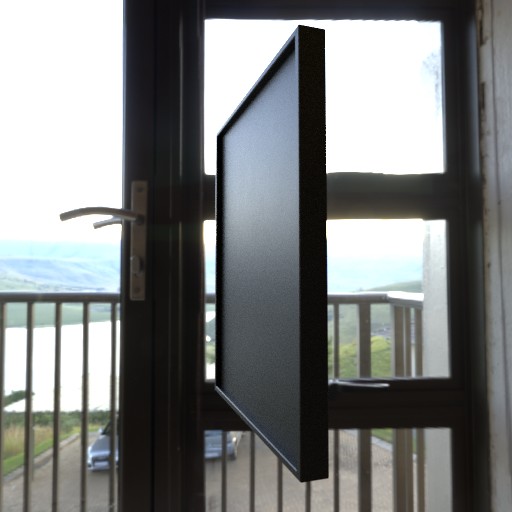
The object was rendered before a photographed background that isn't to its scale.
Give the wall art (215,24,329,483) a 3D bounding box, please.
[{"bbox_3d":[0.000,0.000,0.754,0.039,0.555,0.449,1,-3,-18],"label":"wall art"}]
